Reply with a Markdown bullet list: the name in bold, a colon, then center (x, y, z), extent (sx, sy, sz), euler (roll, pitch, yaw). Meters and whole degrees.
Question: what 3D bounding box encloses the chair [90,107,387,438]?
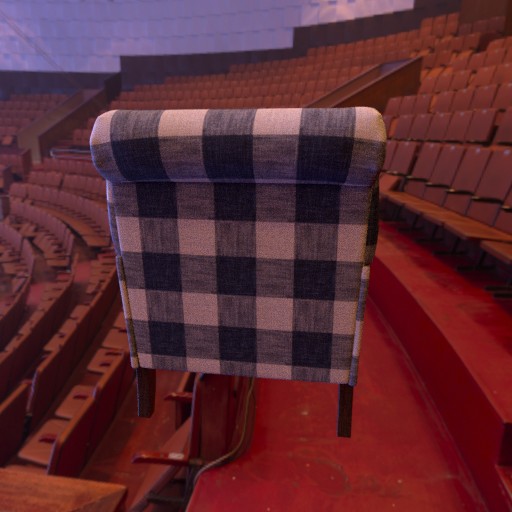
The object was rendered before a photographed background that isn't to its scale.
- **chair**: center (0.000, 0.000, 1.573), extent (0.781, 0.953, 0.848), euler (2, 15, 9)
